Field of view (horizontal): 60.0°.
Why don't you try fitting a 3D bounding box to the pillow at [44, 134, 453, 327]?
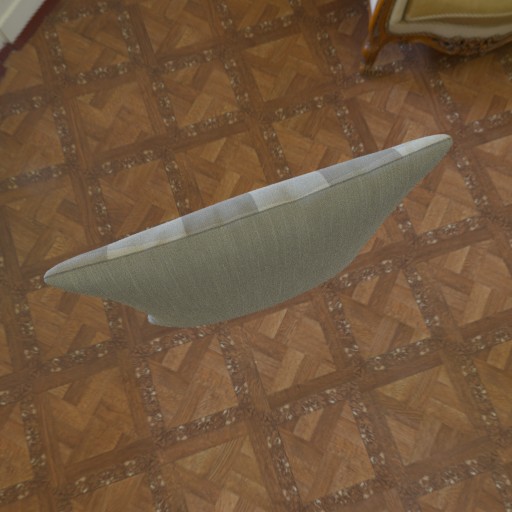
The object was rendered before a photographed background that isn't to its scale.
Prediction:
[{"bbox_3d":[0.000,0.000,0.764,0.511,0.509,0.161,-20,77,-5],"label":"pillow"}]
